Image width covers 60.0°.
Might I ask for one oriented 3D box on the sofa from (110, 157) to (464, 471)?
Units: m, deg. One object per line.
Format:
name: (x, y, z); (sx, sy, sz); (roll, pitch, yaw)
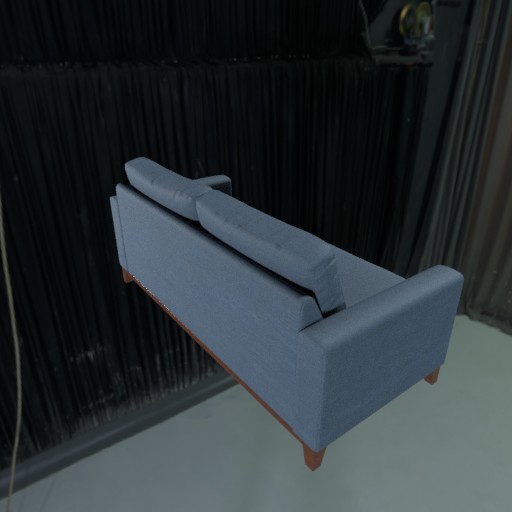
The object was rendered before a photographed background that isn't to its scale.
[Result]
sofa: (0.000, 0.000, 2.411); (0.877, 0.865, 1.900); (-19, 32, -33)
